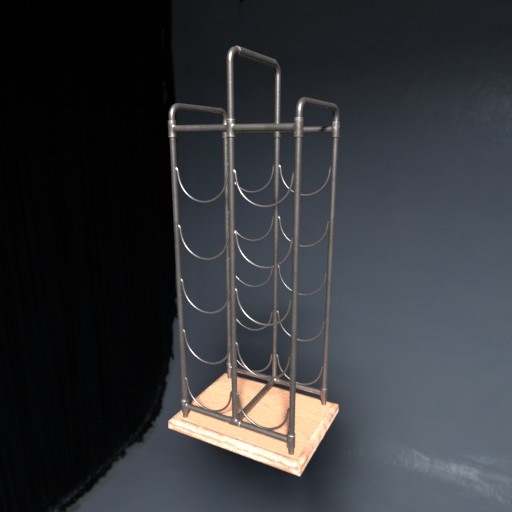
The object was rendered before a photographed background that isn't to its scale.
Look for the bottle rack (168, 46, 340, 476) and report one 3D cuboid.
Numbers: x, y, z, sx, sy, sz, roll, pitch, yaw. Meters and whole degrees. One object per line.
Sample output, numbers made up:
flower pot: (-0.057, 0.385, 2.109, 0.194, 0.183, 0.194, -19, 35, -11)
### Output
bottle rack: (0.000, 0.000, 0.804, 0.276, 0.680, 0.208, 8, 16, 27)
